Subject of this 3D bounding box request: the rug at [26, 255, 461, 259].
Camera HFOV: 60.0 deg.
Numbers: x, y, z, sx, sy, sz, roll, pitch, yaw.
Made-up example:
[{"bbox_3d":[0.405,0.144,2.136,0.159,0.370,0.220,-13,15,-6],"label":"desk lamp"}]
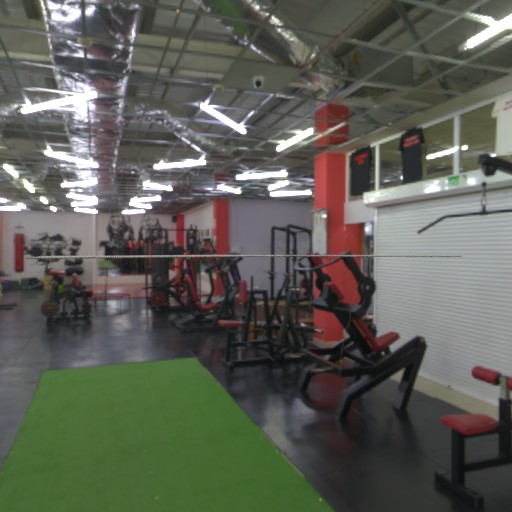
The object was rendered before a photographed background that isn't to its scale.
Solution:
[{"bbox_3d":[0.000,0.000,2.592,2.335,0.013,0.697,0,1,-17],"label":"rug"}]
